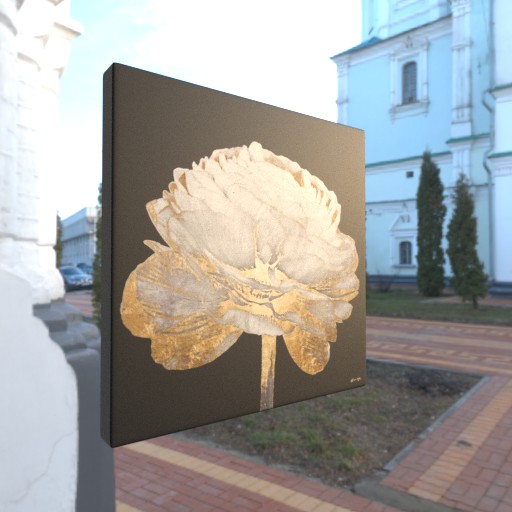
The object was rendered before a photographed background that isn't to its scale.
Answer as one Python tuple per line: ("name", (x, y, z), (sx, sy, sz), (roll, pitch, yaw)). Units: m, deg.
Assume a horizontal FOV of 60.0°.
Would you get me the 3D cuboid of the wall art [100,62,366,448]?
("wall art", (0.000, 0.000, 0.600), (0.406, 0.407, 0.041), (1, -1, -37))
